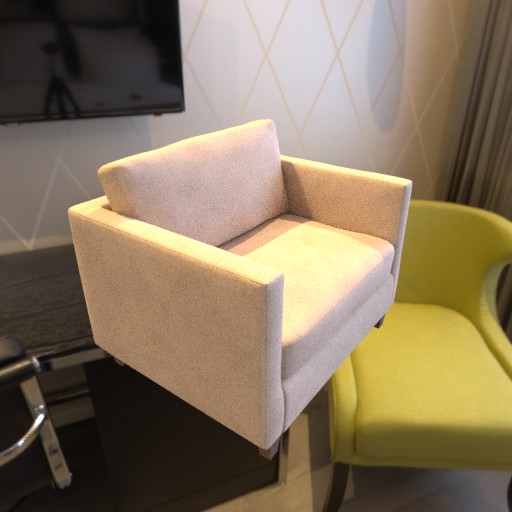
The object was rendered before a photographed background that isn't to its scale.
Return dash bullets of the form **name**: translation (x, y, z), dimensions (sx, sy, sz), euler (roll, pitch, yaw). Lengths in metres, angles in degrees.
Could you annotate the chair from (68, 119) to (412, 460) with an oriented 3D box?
- **chair**: translation (0.000, 0.000, 1.905), dimensions (0.959, 0.961, 1.133), euler (19, 33, 32)
